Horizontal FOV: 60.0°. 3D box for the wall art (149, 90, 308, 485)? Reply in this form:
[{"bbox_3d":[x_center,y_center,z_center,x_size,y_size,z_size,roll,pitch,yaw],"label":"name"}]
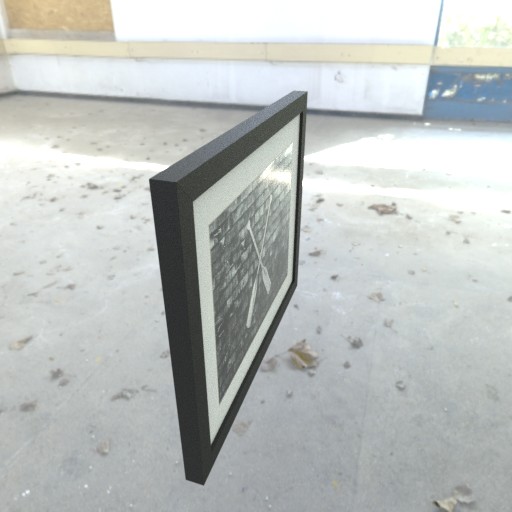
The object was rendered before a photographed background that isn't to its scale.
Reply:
[{"bbox_3d":[0.000,0.000,0.761,0.029,0.457,0.558,9,30,16],"label":"wall art"}]
